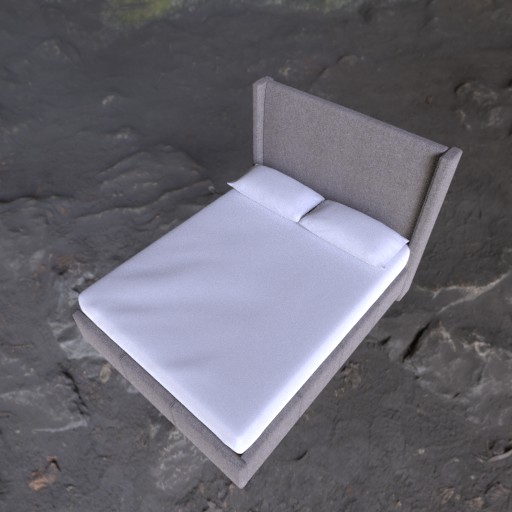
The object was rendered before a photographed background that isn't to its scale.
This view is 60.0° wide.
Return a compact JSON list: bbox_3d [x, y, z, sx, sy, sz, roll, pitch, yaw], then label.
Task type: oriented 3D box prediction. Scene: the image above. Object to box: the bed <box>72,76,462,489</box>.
[{"bbox_3d":[0.000,0.000,3.270,1.714,1.476,2.245,32,54,27],"label":"bed"}]
